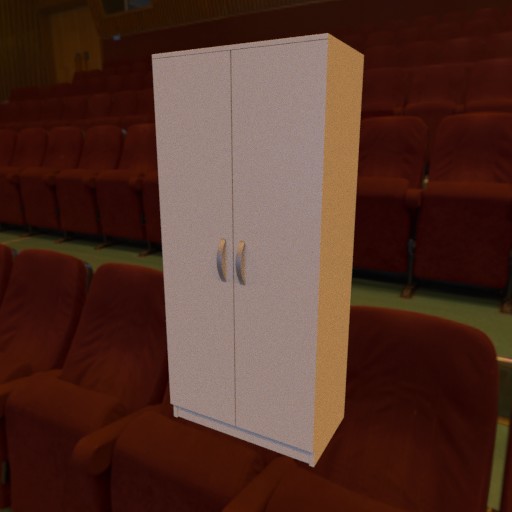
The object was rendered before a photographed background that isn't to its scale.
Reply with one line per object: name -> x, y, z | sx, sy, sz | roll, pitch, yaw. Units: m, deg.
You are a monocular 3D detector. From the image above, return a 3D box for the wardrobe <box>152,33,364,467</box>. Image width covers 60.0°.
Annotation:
wardrobe -> 0.000, 0.000, 2.018 | 0.760, 1.700, 0.470 | 8, 16, 28
